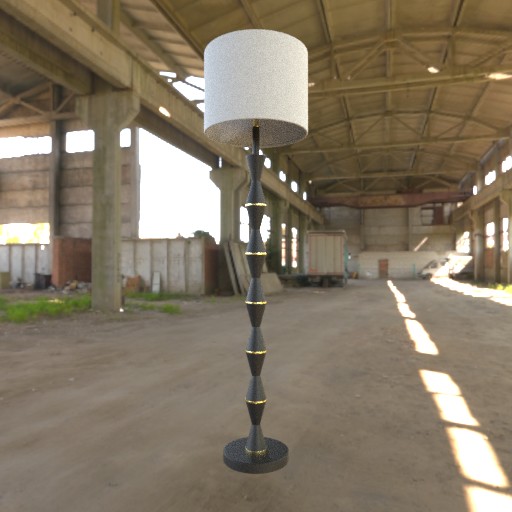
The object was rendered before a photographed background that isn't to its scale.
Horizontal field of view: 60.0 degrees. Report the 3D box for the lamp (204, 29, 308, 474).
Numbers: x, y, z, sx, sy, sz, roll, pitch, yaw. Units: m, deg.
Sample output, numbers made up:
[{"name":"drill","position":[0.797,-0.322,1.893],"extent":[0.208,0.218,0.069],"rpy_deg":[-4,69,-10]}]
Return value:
[{"name":"lamp","position":[0.000,0.000,1.630],"extent":[0.381,1.480,0.381],"rpy_deg":[0,-1,-18]}]
